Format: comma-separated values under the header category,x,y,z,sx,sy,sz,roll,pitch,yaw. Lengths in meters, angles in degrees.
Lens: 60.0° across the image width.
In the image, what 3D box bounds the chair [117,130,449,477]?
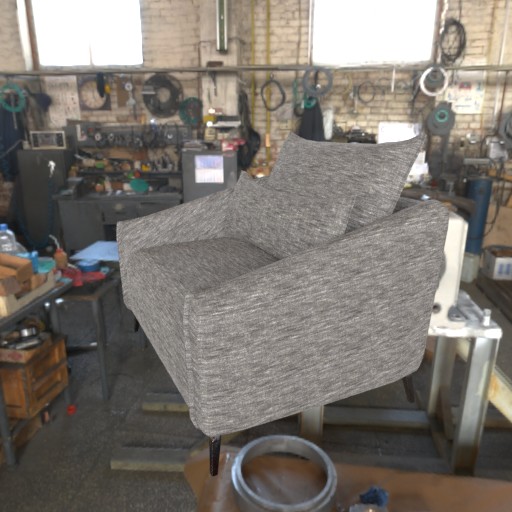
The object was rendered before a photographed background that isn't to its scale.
category,x,y,z,sx,sy,sz,roll,pitch,yaw
chair,0.000,0.000,1.569,0.805,0.842,1.004,-8,19,-26
